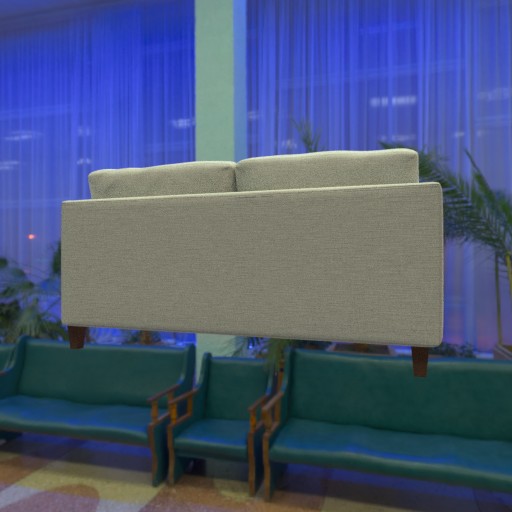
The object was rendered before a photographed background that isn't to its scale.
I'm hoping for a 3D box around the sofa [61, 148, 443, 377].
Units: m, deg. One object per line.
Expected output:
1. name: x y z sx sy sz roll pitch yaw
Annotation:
1. sofa: 0.000 0.000 2.430 1.838 0.963 0.950 0 0 19
